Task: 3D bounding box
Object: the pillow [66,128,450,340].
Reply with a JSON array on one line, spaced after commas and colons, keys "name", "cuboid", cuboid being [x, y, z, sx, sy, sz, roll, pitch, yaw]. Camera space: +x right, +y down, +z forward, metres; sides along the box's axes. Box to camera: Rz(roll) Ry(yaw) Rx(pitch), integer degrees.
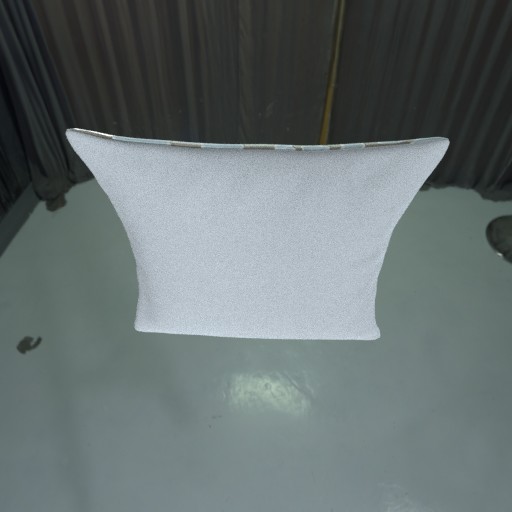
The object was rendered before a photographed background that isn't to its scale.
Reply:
[{"name": "pillow", "cuboid": [0.000, 0.000, 0.817, 0.552, 0.508, 0.166, 2, 46, 2]}]
